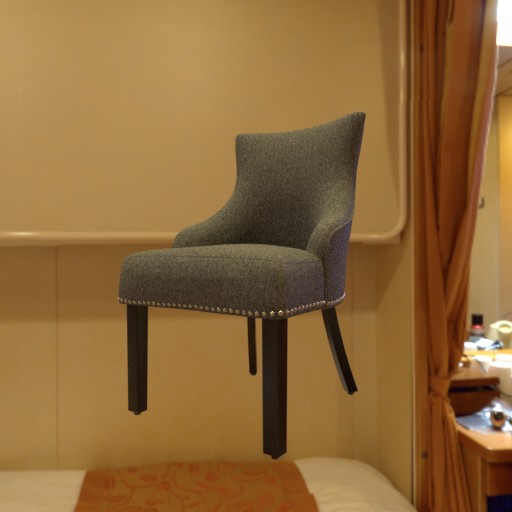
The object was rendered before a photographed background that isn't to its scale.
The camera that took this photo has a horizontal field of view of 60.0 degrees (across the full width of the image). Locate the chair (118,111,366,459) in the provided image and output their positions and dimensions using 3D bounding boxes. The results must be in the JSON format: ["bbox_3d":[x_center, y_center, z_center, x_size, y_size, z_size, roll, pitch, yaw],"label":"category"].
[{"bbox_3d":[0.000,0.000,1.346,0.566,0.909,0.629,0,1,35],"label":"chair"}]
